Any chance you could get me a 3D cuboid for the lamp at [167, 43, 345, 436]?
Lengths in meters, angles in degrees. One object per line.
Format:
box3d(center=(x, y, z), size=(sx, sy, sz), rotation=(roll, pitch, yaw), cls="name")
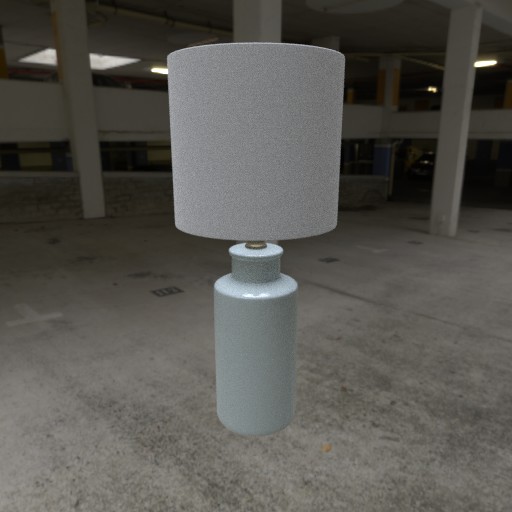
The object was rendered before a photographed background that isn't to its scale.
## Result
box3d(center=(0.000, 0.000, 0.602), size=(0.212, 0.493, 0.212), rotation=(-14, 21, -42), cls="lamp")
